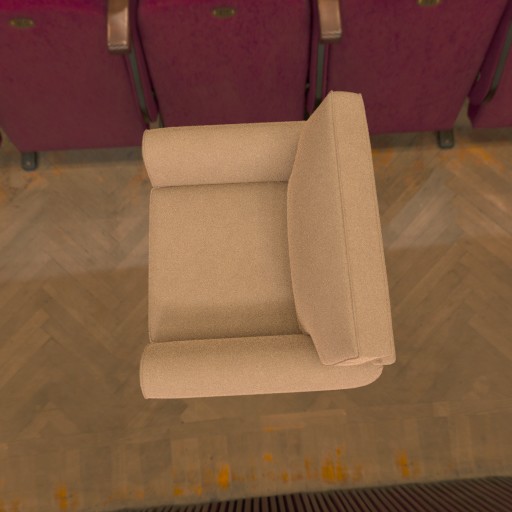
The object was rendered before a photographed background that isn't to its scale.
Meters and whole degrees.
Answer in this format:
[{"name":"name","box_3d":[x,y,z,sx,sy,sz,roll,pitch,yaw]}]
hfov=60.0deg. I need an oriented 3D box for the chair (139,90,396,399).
[{"name":"chair","box_3d":[0.000,0.000,1.765,0.863,0.955,1.040,-3,76,-1]}]
